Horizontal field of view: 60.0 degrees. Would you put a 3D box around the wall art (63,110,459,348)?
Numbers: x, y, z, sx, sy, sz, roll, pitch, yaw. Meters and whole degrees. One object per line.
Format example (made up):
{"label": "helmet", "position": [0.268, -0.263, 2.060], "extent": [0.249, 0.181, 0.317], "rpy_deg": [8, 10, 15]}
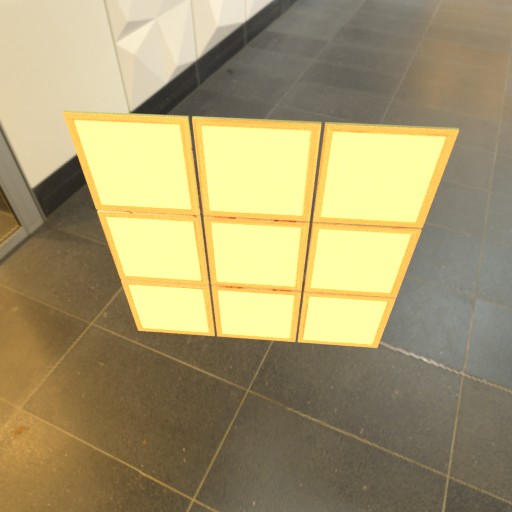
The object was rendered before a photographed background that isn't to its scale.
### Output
{"label": "wall art", "position": [0.000, 0.000, 1.802], "extent": [1.214, 1.219, 0.013], "rpy_deg": [4, 47, 3]}
